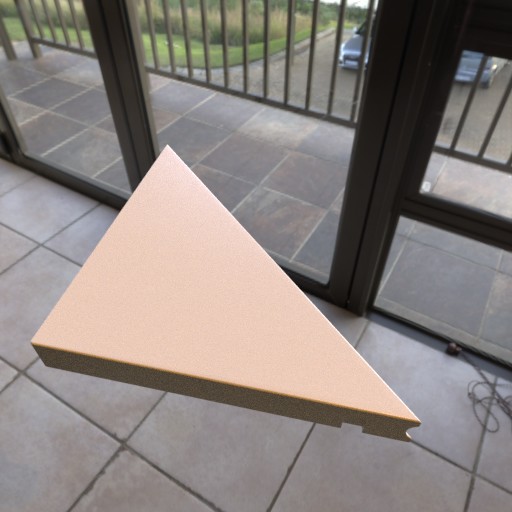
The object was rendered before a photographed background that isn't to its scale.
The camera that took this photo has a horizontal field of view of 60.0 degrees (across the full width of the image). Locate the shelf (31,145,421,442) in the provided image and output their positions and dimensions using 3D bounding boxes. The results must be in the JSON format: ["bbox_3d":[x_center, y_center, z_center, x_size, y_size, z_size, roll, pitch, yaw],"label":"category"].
[{"bbox_3d":[0.000,0.000,0.435,0.296,0.035,0.296,9,46,9],"label":"shelf"}]
